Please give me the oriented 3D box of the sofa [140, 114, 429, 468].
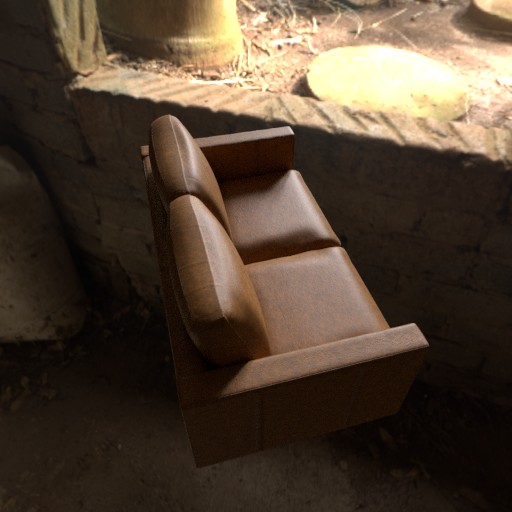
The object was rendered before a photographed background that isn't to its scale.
[{"bbox_3d":[0.000,0.000,2.139,0.909,0.951,1.578,-11,46,-11],"label":"sofa"}]
